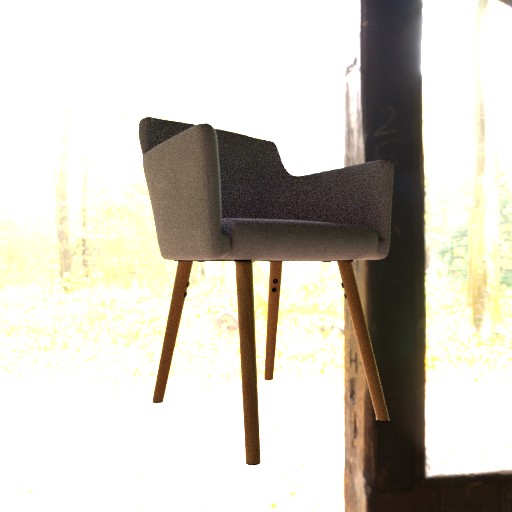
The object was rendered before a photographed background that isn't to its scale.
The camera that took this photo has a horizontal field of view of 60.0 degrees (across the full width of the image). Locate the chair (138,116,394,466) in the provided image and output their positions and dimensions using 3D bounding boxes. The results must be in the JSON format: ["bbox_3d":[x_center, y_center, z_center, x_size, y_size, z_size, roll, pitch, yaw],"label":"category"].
[{"bbox_3d":[0.000,0.000,1.152,0.570,0.780,0.540,0,-1,-36],"label":"chair"}]
